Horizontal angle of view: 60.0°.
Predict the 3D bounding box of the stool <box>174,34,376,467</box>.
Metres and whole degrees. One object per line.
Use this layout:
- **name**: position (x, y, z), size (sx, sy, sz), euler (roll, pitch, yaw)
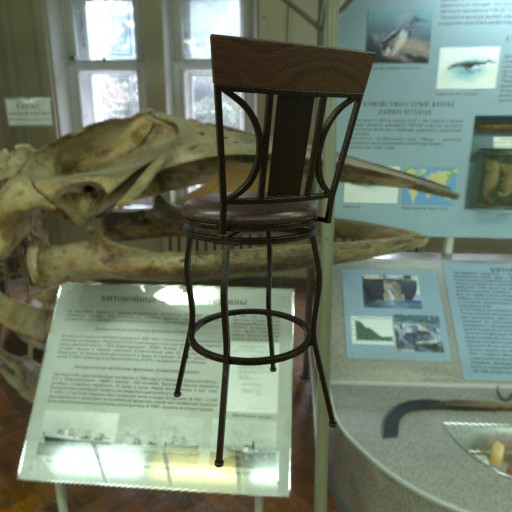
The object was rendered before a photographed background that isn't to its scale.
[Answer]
- **stool**: position (0.000, 0.000, 1.375), size (0.448, 1.130, 0.513), euler (-7, 16, -26)
